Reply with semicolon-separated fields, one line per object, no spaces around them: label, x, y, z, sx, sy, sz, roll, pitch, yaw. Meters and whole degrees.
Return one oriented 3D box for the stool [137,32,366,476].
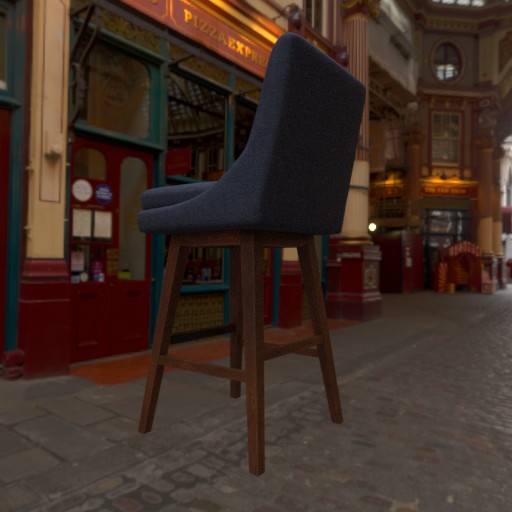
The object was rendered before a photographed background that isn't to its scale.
stool;0.000;0.000;1.368;0.572;1.068;0.489;0;-1;37
